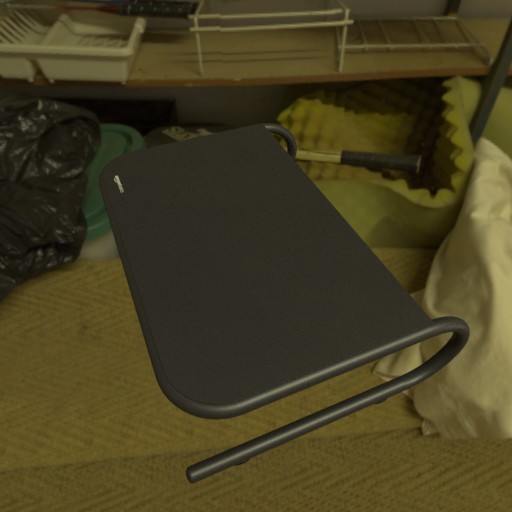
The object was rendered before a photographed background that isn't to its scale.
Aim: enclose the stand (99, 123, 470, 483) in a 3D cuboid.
[{"bbox_3d":[0.000,0.000,0.497,0.280,0.108,0.370,-17,48,-16],"label":"stand"}]
